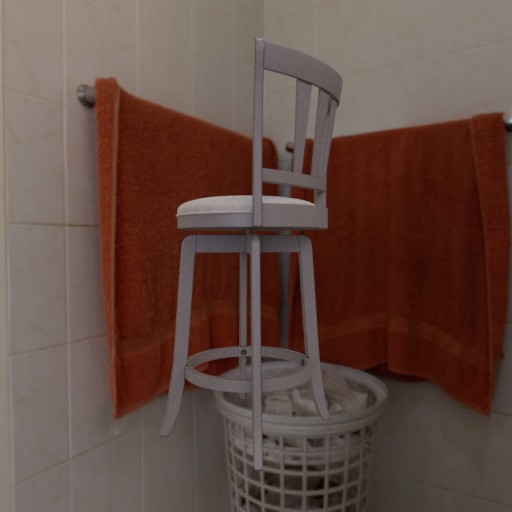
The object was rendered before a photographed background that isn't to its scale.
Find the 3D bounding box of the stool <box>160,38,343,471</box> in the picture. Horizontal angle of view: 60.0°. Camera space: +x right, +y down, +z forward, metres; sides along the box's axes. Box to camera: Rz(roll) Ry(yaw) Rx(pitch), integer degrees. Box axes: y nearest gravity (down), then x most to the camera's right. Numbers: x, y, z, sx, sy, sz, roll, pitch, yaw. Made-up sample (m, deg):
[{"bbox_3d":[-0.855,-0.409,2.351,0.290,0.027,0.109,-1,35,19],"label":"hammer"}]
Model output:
[{"bbox_3d":[0.000,0.000,1.294,0.475,1.023,0.436,1,2,35],"label":"stool"}]
